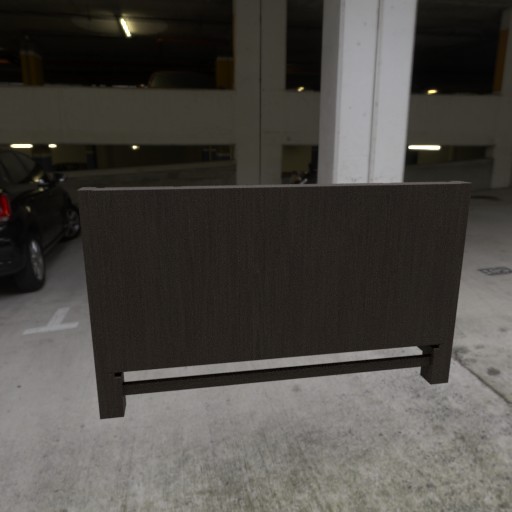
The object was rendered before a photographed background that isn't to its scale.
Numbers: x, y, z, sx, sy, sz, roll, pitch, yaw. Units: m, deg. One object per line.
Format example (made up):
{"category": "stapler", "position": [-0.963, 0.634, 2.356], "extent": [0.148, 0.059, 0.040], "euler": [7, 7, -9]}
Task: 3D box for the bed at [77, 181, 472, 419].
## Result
{"category": "bed", "position": [0.000, 0.000, 3.451], "extent": [2.134, 1.270, 2.012], "euler": [-3, 15, -10]}
